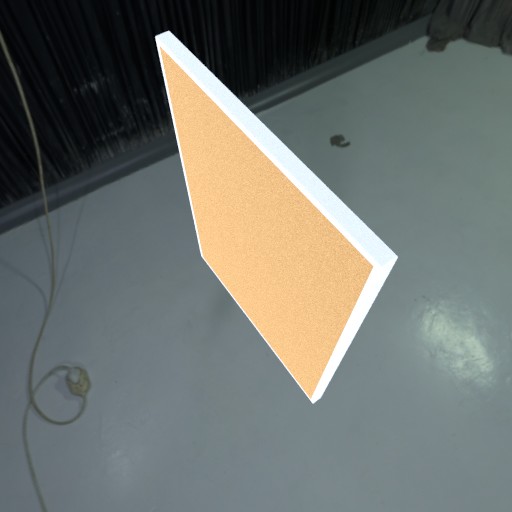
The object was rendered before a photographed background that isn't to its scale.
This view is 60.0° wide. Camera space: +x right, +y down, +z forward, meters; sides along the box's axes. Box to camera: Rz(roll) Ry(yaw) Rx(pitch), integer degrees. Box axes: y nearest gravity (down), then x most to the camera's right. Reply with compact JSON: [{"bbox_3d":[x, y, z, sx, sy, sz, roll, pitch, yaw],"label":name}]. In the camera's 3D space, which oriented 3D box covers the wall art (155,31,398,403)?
[{"bbox_3d":[0.000,0.000,1.590,0.046,1.221,0.914,-32,65,-17],"label":"wall art"}]
